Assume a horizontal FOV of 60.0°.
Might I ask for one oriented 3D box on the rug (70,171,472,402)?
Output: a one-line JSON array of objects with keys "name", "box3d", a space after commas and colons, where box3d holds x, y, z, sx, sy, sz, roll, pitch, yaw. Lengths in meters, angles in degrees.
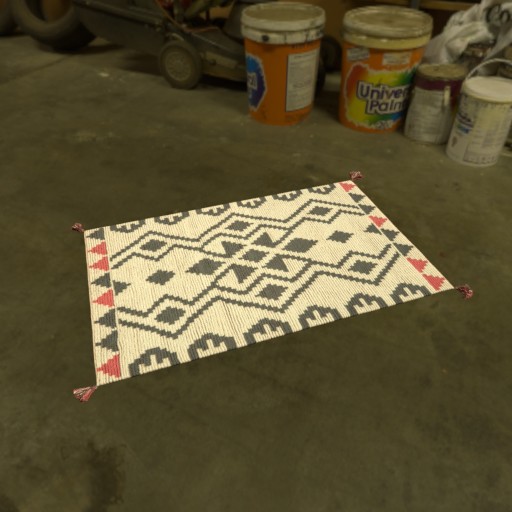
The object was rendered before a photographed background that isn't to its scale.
[{"name": "rug", "box3d": [0.000, 0.000, 3.342, 2.672, 0.066, 1.741, -13, 42, -14]}]
